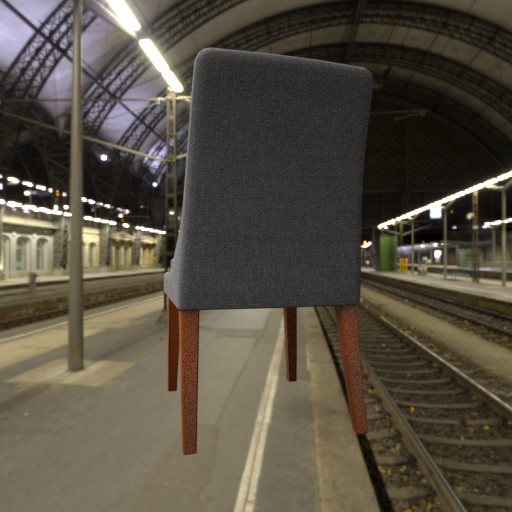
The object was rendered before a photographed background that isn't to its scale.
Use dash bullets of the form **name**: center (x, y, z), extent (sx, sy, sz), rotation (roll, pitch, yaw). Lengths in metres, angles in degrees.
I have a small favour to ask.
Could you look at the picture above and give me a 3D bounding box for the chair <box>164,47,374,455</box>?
- **chair**: center (0.000, 0.000, 1.353), extent (0.508, 0.952, 0.655), rotation (0, 0, -16)
